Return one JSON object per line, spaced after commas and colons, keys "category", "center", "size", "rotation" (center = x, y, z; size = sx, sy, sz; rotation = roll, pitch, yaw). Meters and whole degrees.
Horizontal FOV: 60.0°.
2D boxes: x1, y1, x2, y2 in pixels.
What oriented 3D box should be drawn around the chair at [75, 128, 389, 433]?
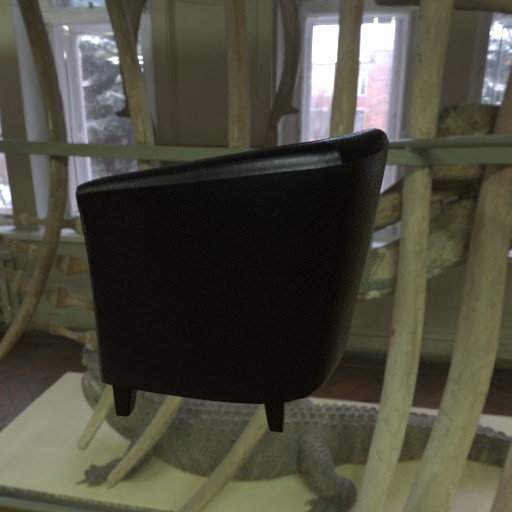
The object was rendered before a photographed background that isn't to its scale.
{"category": "chair", "center": [0.000, 0.000, 1.367], "size": [0.727, 0.756, 0.793], "rotation": [2, 15, 9]}
